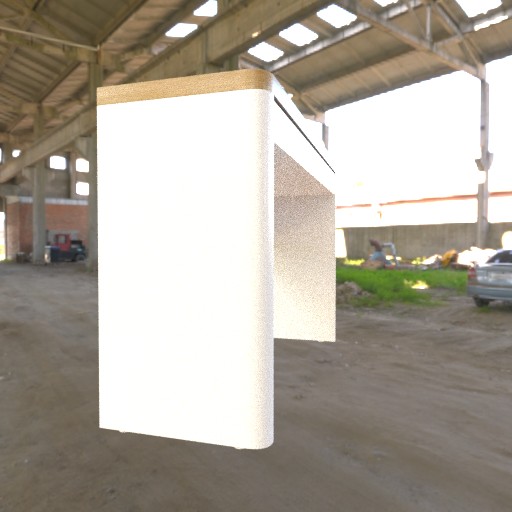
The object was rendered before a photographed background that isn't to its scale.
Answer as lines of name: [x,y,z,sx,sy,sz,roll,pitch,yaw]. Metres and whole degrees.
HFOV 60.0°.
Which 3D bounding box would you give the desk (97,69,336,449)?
desk: [0.000,0.000,1.449,0.390,0.760,1.100,0,1,17]
